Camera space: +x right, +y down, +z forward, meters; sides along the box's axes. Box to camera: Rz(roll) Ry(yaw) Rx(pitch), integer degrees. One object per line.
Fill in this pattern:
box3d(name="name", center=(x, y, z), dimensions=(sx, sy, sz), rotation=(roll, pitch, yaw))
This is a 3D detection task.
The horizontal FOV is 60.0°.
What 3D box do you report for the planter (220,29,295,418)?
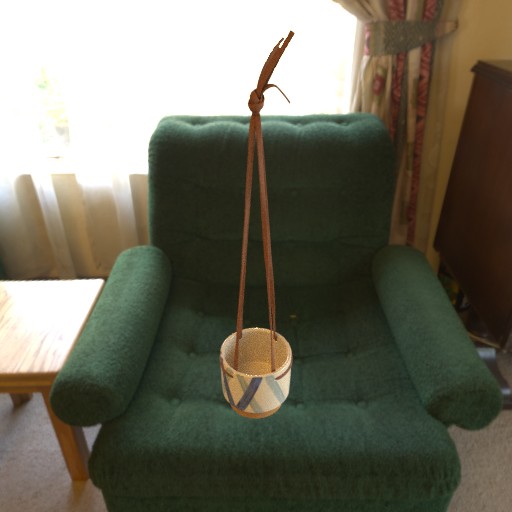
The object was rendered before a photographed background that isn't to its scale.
box3d(name="planter", center=(0.000, 0.000, 0.827), dimensions=(0.157, 0.753, 0.153), rotation=(-9, 32, -15))
